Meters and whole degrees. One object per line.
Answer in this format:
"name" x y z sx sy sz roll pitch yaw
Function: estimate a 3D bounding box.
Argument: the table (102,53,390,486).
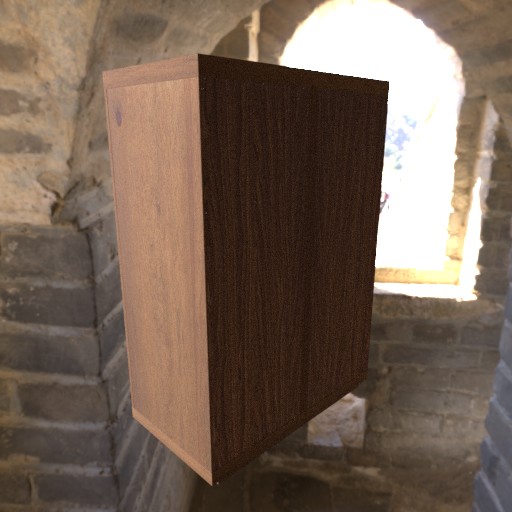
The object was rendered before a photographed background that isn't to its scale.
"table" 0.000 0.000 1.719 0.901 1.294 0.524 -15 22 -42
